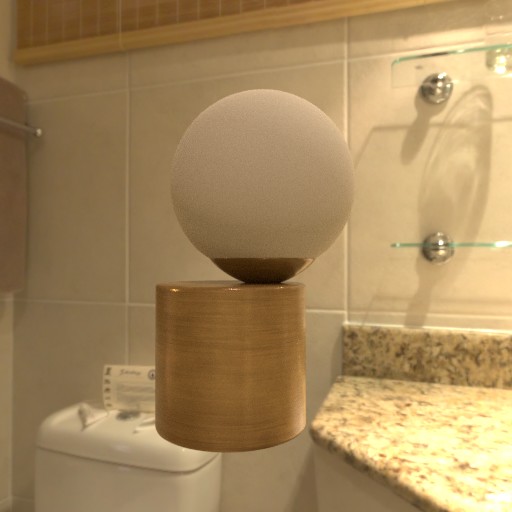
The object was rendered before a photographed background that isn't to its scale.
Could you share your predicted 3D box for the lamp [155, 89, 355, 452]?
[{"bbox_3d":[0.000,0.000,0.343,0.152,0.250,0.141,0,-1,-19],"label":"lamp"}]
